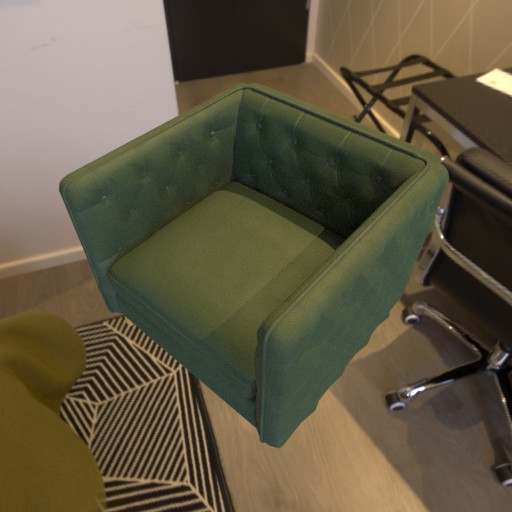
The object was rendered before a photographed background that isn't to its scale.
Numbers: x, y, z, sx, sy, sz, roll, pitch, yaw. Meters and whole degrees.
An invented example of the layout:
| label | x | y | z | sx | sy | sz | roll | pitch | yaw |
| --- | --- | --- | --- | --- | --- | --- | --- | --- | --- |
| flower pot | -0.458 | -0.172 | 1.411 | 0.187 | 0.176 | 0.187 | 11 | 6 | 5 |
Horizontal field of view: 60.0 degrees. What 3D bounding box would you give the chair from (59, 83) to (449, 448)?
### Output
| label | x | y | z | sx | sy | sz | roll | pitch | yaw |
| --- | --- | --- | --- | --- | --- | --- | --- | --- | --- |
| chair | 0.000 | 0.000 | 1.590 | 0.917 | 0.768 | 0.855 | 32 | 55 | 26 |
